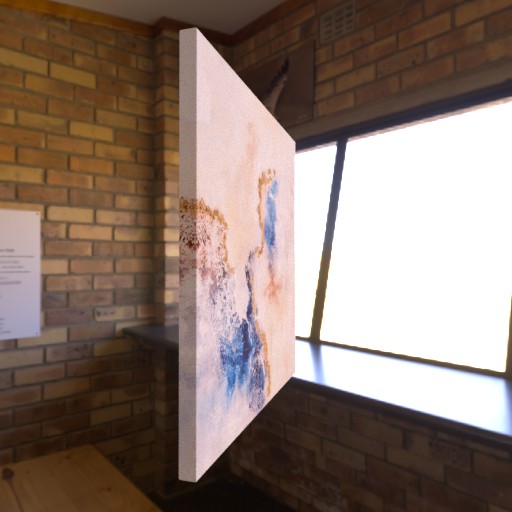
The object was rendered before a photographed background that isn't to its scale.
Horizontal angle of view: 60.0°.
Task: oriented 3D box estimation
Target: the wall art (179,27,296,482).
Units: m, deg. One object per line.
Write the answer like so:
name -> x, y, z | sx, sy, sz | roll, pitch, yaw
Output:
wall art -> 0.000, 0.000, 1.293 | 0.038, 0.889, 0.889 | 0, -1, 18
